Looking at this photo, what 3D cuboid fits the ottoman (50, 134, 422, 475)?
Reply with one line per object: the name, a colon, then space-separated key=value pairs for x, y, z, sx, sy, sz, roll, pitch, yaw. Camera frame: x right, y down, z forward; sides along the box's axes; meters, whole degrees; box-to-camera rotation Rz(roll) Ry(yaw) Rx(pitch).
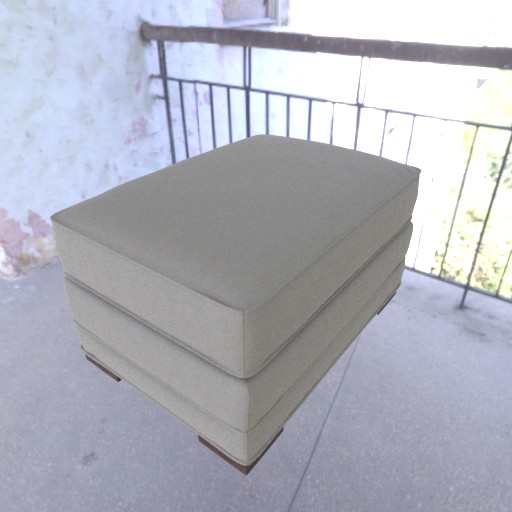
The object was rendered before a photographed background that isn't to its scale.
ottoman: x=0.000 y=0.000 z=1.229 sx=0.611 sy=0.482 sz=0.848 roll=22 pitch=38 yaw=31
